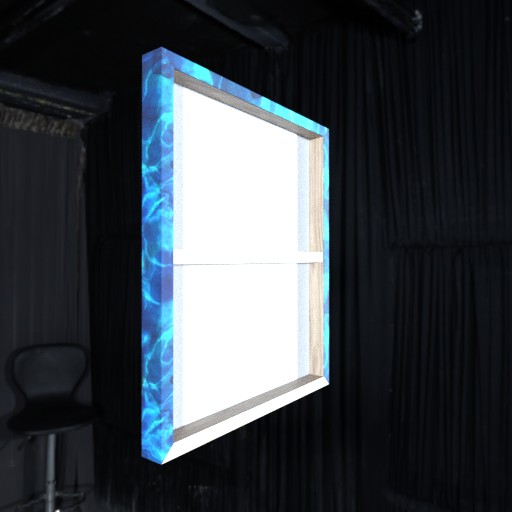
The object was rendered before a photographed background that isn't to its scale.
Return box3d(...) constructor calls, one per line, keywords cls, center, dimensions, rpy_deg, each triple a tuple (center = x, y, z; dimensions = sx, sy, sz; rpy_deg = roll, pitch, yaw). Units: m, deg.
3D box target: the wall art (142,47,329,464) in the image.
box3d(cls="wall art", center=(0.000, 0.000, 0.722), dimensions=(0.038, 0.508, 0.432), rpy_deg=(0, 0, 37))
